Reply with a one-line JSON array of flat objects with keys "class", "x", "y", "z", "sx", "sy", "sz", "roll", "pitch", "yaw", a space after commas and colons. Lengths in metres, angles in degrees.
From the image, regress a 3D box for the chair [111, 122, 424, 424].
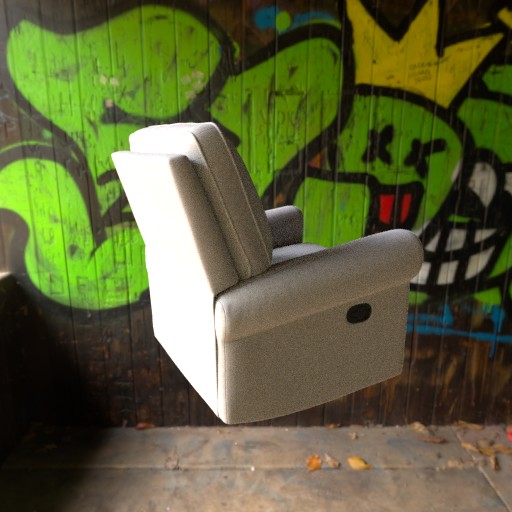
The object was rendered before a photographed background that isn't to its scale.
[{"class": "chair", "x": 0.000, "y": 0.000, "z": 1.692, "sx": 0.878, "sy": 0.960, "sz": 0.890, "roll": -8, "pitch": 16, "yaw": -28}]
